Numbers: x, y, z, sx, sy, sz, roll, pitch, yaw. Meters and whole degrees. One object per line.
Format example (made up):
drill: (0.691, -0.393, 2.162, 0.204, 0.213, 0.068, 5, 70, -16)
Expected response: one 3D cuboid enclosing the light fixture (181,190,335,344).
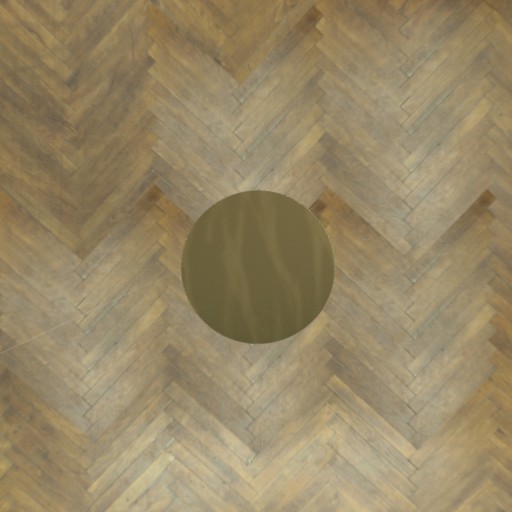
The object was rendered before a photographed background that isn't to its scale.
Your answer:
light fixture: (0.000, 0.000, 0.504, 0.108, 0.457, 0.105, 0, 93, 0)
